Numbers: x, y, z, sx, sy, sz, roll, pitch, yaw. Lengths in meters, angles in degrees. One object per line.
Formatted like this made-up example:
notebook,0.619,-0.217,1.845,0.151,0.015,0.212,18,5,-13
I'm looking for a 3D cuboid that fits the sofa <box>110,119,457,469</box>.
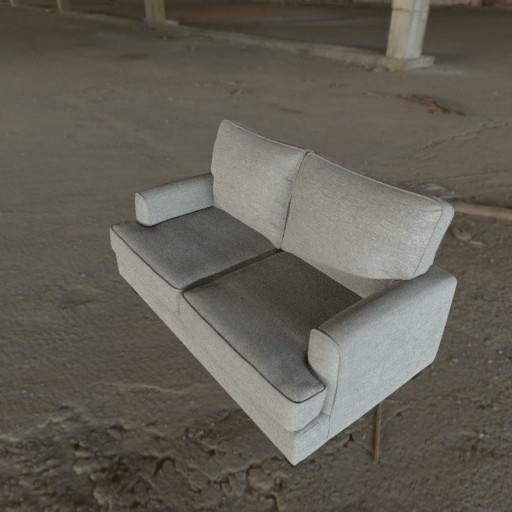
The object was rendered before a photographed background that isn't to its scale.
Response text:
sofa,0.000,0.000,2.241,0.965,0.965,1.651,-22,38,-31
